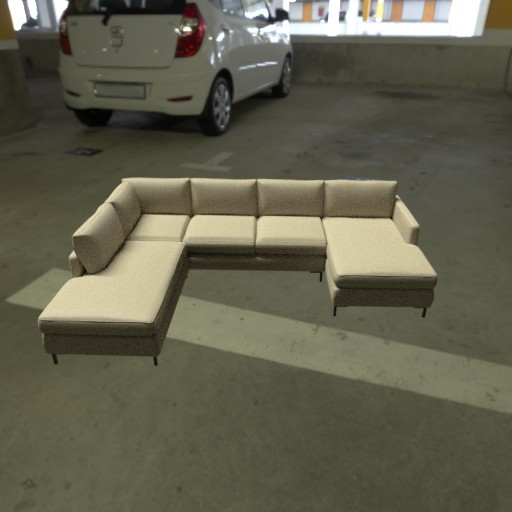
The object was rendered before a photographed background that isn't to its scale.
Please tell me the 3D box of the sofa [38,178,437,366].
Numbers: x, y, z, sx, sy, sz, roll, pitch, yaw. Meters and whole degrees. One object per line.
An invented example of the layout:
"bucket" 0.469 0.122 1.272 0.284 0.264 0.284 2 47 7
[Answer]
"sofa" 0.000 0.000 3.575 2.737 0.756 1.879 1 28 2
